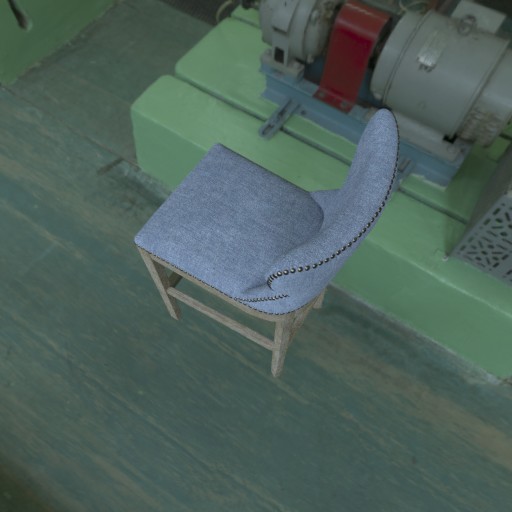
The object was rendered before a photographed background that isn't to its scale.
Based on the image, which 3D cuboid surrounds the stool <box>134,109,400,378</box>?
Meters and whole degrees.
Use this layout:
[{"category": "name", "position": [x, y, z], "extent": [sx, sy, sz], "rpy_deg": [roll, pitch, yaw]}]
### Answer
[{"category": "stool", "position": [0.000, 0.000, 1.441], "extent": [0.606, 1.123, 0.494], "rpy_deg": [30, 67, 14]}]
